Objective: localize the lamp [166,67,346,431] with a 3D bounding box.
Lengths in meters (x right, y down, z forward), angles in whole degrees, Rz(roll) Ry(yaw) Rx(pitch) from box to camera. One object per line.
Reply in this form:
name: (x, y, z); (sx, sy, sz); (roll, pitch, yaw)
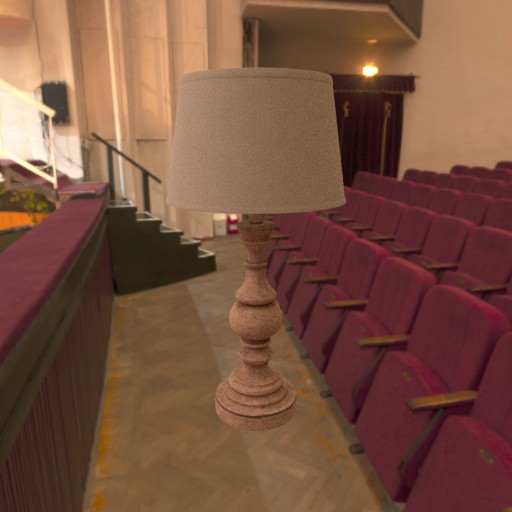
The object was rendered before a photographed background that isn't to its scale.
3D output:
lamp: (0.000, 0.000, 0.881); (0.340, 0.678, 0.340); (0, 15, 0)
